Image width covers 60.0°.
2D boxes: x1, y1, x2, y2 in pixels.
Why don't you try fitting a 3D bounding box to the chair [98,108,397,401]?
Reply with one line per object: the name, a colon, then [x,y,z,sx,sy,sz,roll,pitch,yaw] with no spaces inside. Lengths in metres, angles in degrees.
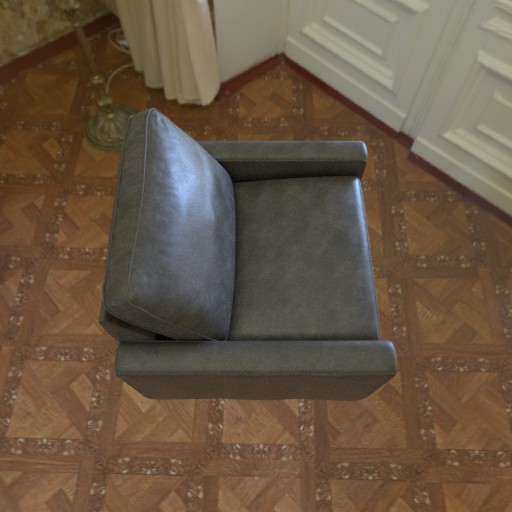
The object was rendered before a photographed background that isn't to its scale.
chair: [0.000,0.000,1.761,0.939,0.916,1.006,0,63,0]
